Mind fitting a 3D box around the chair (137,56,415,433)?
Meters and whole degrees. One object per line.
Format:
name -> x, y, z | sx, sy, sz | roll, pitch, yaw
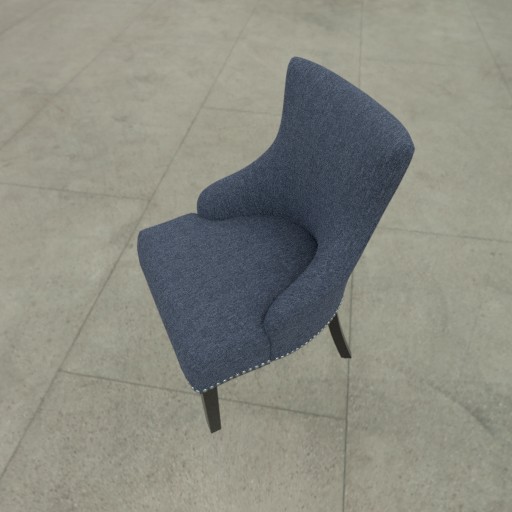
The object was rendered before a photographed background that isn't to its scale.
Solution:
chair -> 0.000, 0.000, 1.312 | 0.629, 0.909, 0.566 | -19, 49, -17
